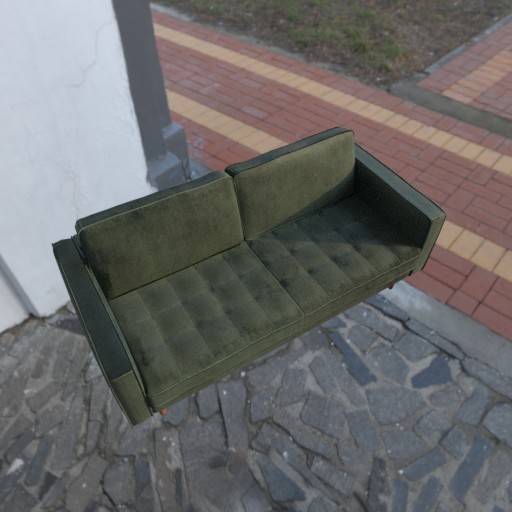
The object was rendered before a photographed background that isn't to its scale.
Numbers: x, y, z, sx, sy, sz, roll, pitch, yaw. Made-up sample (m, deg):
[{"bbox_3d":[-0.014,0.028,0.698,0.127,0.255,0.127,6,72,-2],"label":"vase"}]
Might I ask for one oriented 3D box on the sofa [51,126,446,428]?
[{"bbox_3d":[0.000,0.000,2.328,1.816,0.781,0.886,-24,52,-20],"label":"sofa"}]
